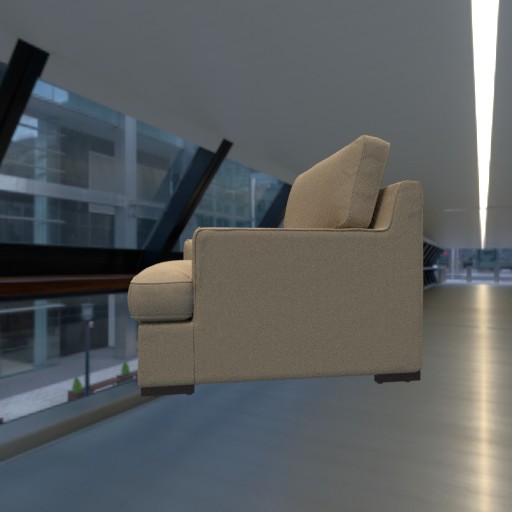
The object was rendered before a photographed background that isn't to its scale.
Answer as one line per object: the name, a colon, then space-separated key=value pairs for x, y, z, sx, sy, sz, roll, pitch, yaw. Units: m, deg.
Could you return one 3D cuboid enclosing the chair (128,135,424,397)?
chair: x=0.000 y=0.000 z=2.218 sx=1.274 sy=1.005 sz=1.293 roll=0 pitch=0 yaw=-19
